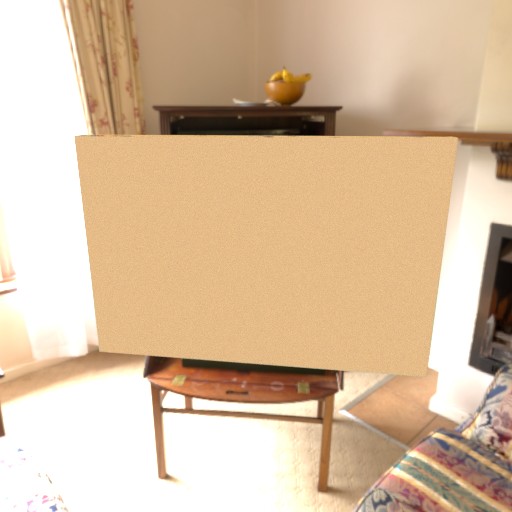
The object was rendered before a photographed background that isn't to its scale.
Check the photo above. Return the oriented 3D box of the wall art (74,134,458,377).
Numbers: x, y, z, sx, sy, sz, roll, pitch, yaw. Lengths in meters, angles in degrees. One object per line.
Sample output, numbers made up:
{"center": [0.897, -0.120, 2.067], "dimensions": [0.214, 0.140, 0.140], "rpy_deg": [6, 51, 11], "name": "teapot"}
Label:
{"center": [0.000, 0.000, 0.775], "dimensions": [0.609, 0.406, 0.039], "rpy_deg": [3, 18, 8], "name": "wall art"}
